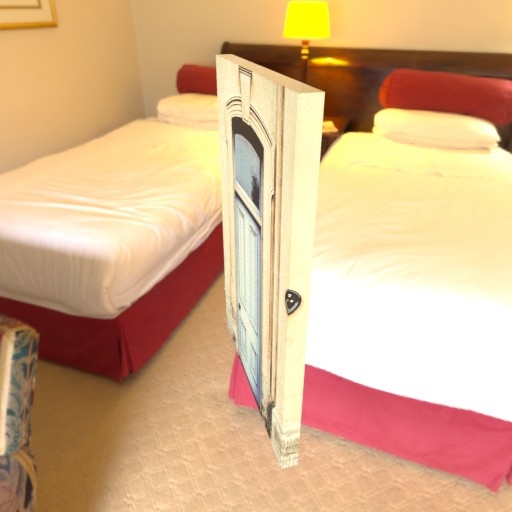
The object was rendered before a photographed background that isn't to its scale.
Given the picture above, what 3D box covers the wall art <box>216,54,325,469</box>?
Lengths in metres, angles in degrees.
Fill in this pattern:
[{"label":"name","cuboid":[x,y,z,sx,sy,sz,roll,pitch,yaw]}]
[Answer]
[{"label":"wall art","cuboid":[0.000,0.000,0.973,0.038,0.764,0.508,-8,31,-14]}]
